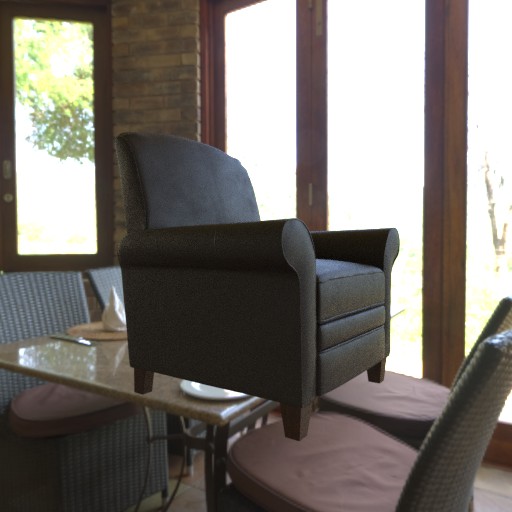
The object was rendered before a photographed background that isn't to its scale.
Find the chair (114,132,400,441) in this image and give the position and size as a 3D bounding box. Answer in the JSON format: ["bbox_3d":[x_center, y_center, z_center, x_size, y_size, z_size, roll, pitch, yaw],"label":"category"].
[{"bbox_3d":[0.000,0.000,1.815,0.902,1.061,0.978,1,2,36],"label":"chair"}]
